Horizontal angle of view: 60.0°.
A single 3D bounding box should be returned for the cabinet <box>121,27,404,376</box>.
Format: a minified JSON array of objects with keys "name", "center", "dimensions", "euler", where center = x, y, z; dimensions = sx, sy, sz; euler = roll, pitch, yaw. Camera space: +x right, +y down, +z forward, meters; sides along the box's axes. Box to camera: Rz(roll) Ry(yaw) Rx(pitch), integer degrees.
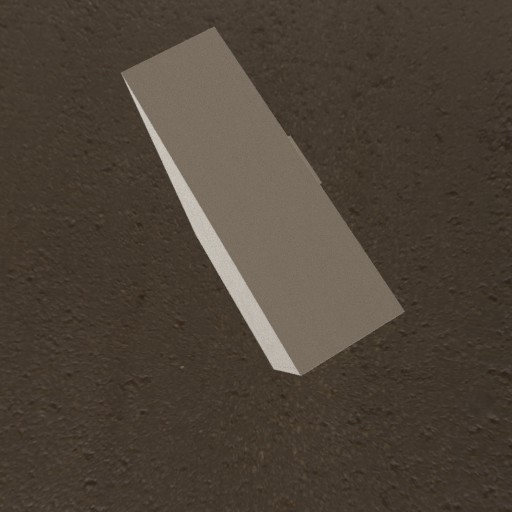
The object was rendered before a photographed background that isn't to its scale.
[{"name":"cabinet","center":[0.000,0.000,1.537],"dimensions":[0.250,1.280,0.750],"euler":[-30,78,-7]}]
